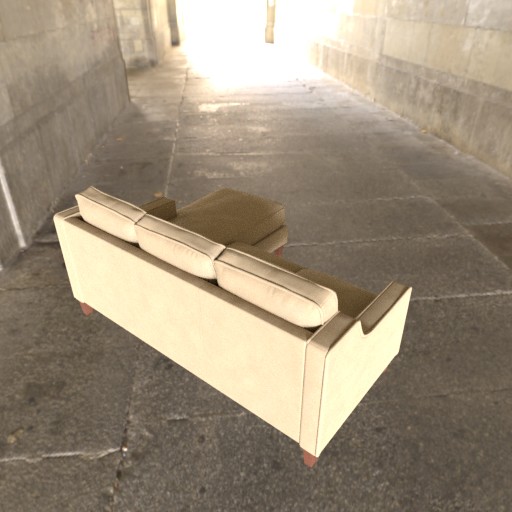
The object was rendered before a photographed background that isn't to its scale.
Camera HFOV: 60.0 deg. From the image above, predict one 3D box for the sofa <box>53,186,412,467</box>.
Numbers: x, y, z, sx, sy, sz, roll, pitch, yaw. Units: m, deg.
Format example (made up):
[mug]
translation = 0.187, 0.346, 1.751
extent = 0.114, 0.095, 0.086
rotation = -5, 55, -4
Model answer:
[sofa]
translation = 0.000, 0.000, 3.364
extent = 2.317, 1.066, 1.858
rotation = 22, 37, 33
